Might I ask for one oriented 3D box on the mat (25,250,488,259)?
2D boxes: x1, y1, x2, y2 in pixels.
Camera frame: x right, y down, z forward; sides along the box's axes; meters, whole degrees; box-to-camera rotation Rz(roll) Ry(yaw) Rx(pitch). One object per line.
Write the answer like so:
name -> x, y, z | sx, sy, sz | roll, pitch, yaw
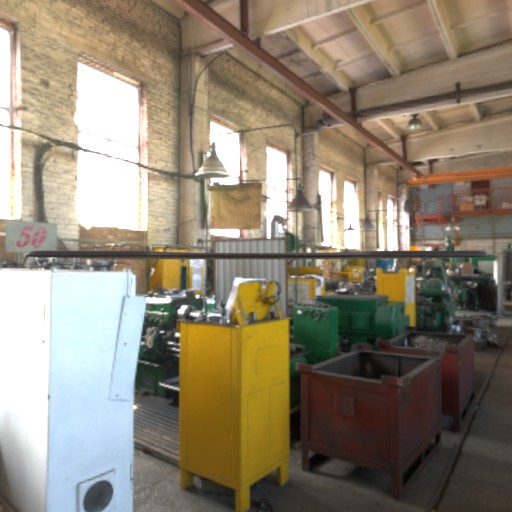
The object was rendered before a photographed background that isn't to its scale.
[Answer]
mat -> 0.000, 0.000, 1.880 | 1.525, 0.022, 0.917 | 0, -1, -1
